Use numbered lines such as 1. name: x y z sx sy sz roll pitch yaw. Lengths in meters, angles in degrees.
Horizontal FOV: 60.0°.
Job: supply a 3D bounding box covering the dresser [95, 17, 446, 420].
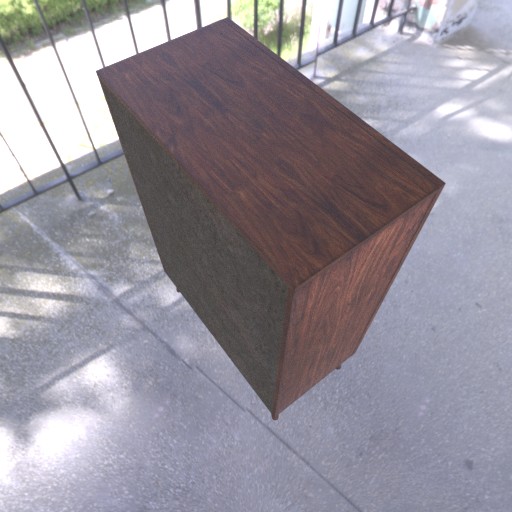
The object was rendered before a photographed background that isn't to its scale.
1. dresser: 0.000 0.000 1.773 0.498 1.365 0.919 -33 63 -19
